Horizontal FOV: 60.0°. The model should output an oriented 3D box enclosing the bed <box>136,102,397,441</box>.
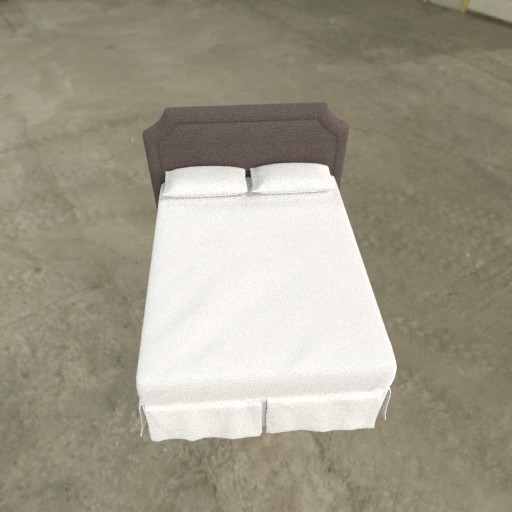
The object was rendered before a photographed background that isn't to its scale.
[{"bbox_3d":[0.000,0.000,3.203,1.693,1.290,2.116,-3,45,-3],"label":"bed"}]
